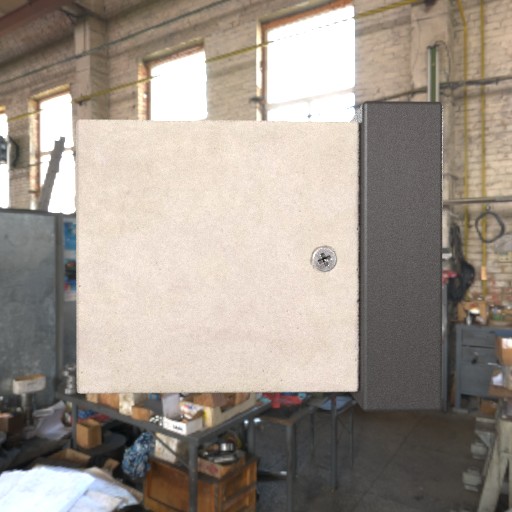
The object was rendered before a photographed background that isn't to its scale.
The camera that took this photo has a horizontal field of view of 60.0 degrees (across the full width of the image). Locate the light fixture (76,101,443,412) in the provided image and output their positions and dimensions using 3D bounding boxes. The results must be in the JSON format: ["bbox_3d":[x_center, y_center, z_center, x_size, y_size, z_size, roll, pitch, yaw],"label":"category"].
[{"bbox_3d":[0.000,0.000,0.230,0.143,0.121,0.121,0,0,-1],"label":"light fixture"}]
